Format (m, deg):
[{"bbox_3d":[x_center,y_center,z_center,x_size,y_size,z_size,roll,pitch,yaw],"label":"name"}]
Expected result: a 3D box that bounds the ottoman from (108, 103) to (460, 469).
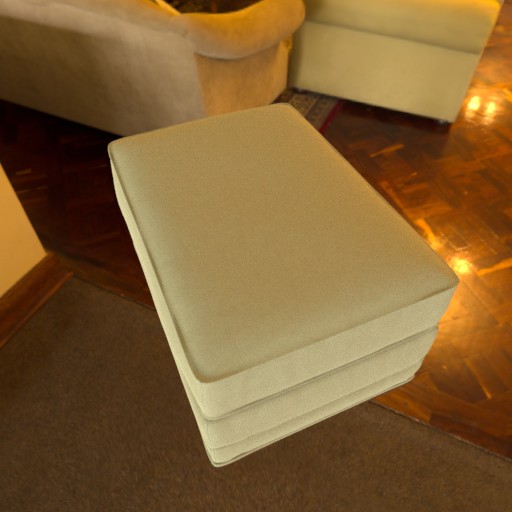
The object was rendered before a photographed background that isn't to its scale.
[{"bbox_3d":[0.000,0.000,1.227,0.611,0.482,0.848,-18,50,-16],"label":"ottoman"}]
